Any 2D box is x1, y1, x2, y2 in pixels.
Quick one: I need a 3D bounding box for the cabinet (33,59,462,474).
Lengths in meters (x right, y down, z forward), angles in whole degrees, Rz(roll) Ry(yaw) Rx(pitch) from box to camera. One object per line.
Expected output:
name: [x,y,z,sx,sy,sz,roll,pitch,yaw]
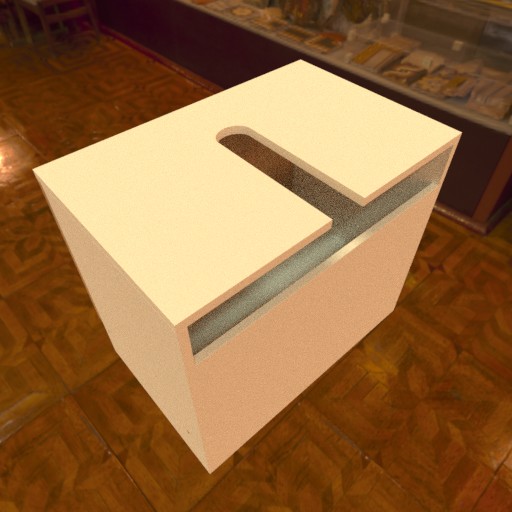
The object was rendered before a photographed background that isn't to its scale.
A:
cabinet: [0.000,0.000,0.925,0.600,0.522,0.400,-33,55,-27]
